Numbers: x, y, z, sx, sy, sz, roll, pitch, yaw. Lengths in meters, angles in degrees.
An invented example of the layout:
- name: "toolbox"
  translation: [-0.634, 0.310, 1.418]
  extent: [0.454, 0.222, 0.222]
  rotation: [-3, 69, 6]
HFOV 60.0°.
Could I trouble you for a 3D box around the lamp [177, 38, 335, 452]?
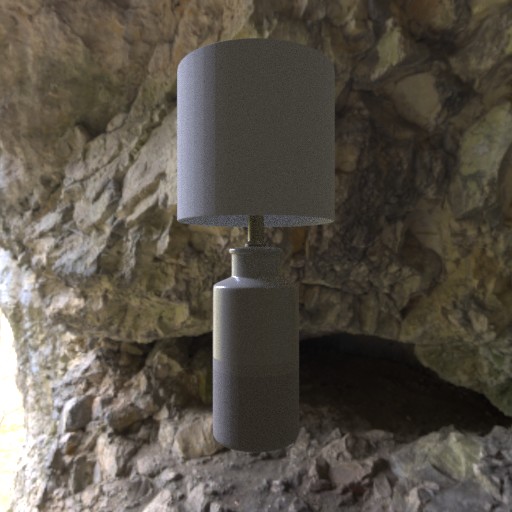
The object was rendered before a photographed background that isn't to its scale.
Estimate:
- name: "lamp"
  translation: [0.000, 0.000, 0.606]
  extent: [0.212, 0.493, 0.212]
  rotation: [0, 0, -1]
